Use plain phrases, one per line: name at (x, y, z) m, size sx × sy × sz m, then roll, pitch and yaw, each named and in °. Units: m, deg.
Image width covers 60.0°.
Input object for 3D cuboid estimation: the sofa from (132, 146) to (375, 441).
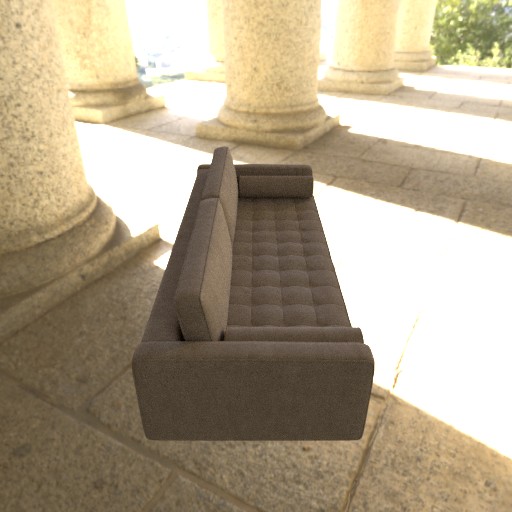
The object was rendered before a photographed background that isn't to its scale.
sofa at (0.000, 0.000, 2.626) m, size 0.919 × 0.770 × 2.200 m, roll 0°, pitch 30°, yaw 0°
